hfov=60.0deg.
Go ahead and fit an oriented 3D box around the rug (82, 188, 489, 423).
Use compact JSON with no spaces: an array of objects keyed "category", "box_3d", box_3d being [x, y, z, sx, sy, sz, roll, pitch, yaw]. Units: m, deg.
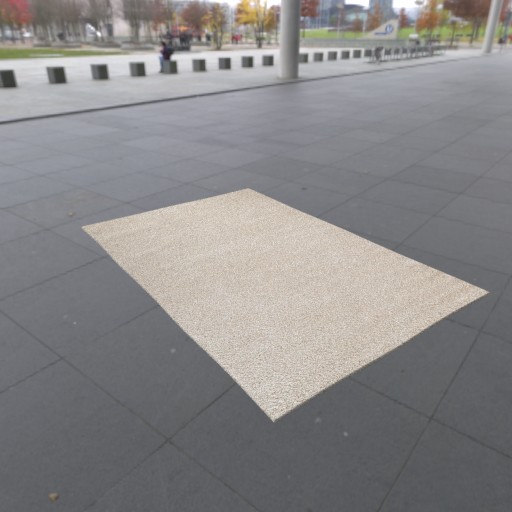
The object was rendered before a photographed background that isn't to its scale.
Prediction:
[{"category":"rug","box_3d":[0.000,0.000,3.389,1.800,0.025,2.699,-18,32,-32]}]
